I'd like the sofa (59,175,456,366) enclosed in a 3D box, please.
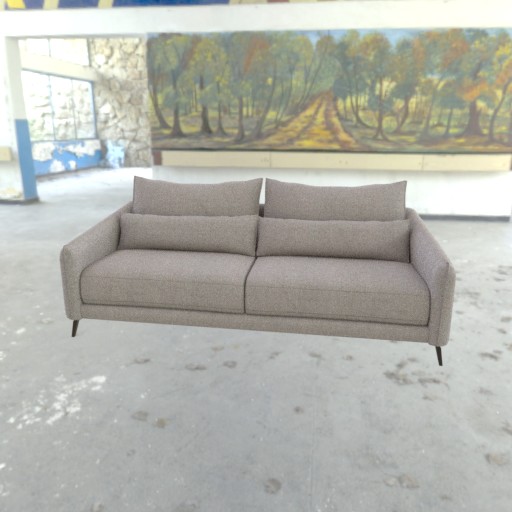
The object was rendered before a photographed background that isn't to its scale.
[{"bbox_3d":[0.000,0.000,2.569,2.022,0.833,0.809,3,17,9],"label":"sofa"}]
